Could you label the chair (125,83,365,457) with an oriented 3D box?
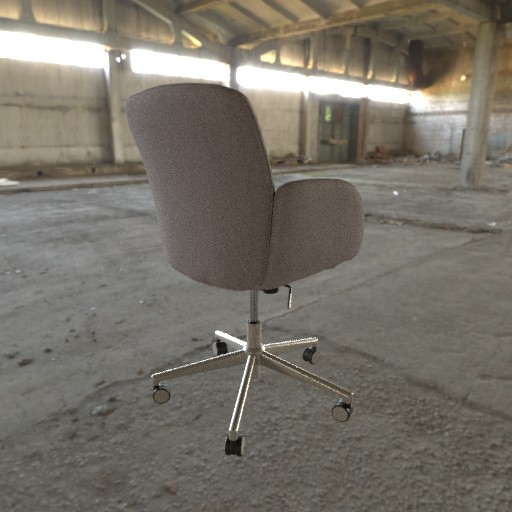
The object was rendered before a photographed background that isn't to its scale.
[{"bbox_3d":[0.000,0.000,1.392,0.654,0.959,0.648,-14,20,-43],"label":"chair"}]
